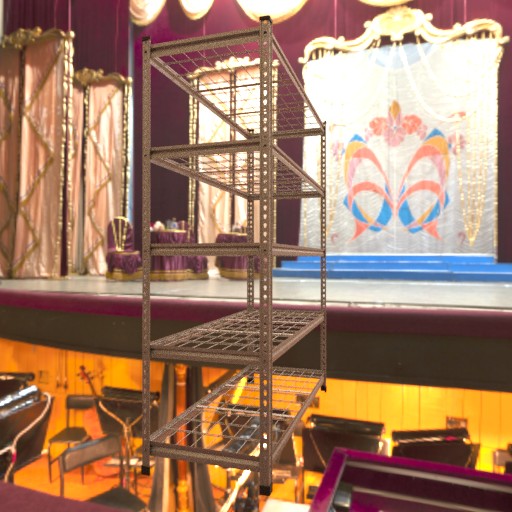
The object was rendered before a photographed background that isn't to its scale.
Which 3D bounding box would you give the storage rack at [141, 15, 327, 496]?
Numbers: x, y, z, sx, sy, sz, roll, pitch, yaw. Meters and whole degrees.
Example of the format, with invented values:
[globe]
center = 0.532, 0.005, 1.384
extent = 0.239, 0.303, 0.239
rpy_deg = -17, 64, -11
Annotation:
[storage rack]
center = 0.000, 0.000, 2.640
extent = 0.610, 1.981, 1.524
rpy_deg = 0, 0, 18
